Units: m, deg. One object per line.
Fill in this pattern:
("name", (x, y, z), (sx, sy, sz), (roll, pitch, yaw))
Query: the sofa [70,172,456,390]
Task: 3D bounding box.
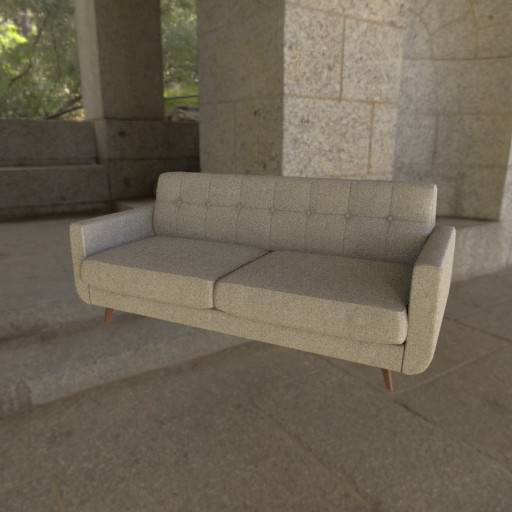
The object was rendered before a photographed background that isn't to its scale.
("sofa", (0.000, 0.000, 2.571), (2.055, 0.873, 0.968), (7, 17, 26))
